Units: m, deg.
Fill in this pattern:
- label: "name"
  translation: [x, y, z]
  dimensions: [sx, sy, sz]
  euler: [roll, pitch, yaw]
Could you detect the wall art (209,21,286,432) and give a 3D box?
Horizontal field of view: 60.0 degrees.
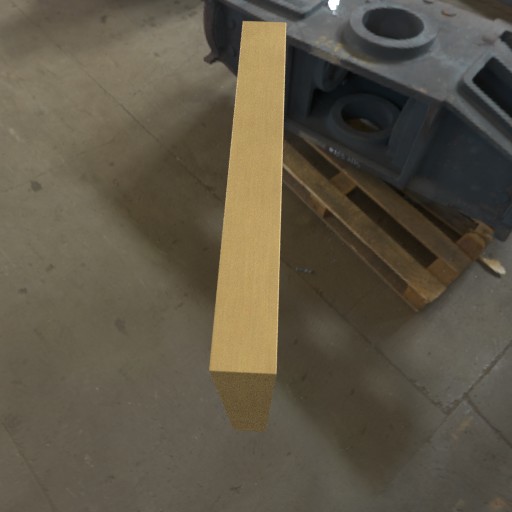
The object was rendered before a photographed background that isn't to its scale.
- label: "wall art"
  translation: [0.000, 0.000, 0.454]
  dimensions: [0.038, 0.305, 0.305]
  euler: [3, 63, 1]
